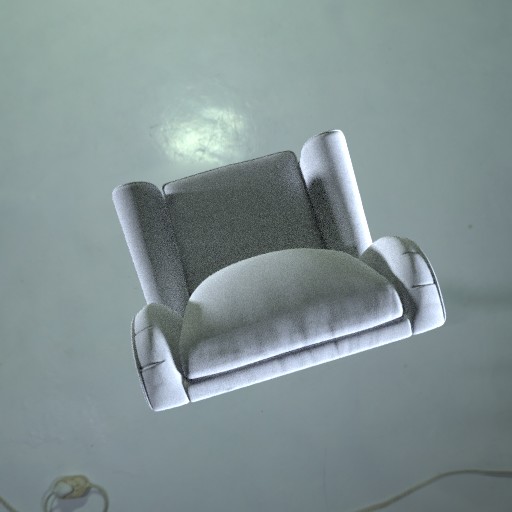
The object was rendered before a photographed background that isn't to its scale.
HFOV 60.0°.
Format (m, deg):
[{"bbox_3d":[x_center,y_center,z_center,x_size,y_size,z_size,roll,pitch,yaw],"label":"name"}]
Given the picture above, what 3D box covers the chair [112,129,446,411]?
[{"bbox_3d":[0.000,0.000,1.643,0.906,0.967,0.854,-16,76,-4],"label":"chair"}]
